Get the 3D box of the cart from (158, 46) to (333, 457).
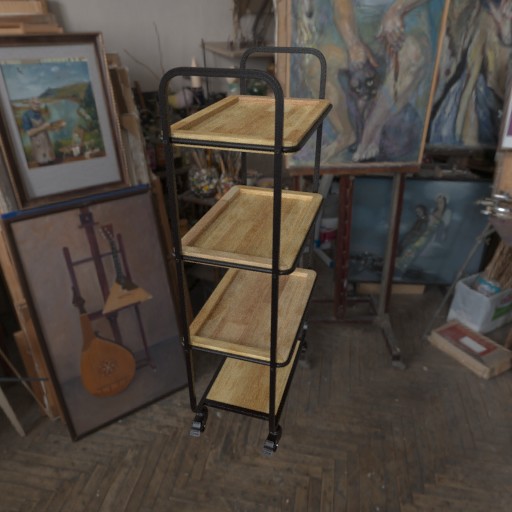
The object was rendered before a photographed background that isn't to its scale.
[{"bbox_3d":[0.000,0.000,1.307,0.321,1.080,0.545,8,31,15],"label":"cart"}]
